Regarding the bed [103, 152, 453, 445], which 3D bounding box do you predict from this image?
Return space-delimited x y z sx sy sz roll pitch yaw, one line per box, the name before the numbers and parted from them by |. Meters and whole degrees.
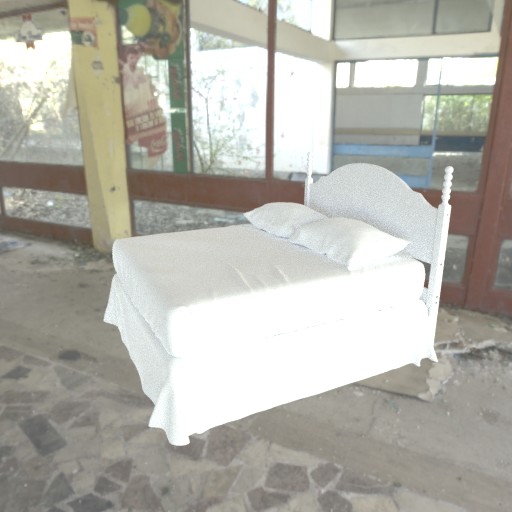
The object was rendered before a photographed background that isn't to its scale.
bed | 0.000 0.000 3.274 2.040 1.356 1.873 -8 19 -26
